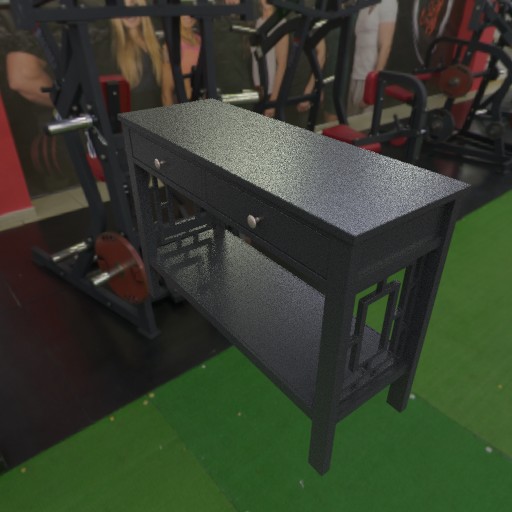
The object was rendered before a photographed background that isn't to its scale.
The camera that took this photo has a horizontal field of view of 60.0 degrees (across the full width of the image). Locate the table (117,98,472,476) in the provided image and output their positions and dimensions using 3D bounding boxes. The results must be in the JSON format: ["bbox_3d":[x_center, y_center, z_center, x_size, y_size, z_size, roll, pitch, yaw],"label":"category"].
[{"bbox_3d":[0.000,0.000,1.446,0.397,0.753,1.068,-22,38,-31],"label":"table"}]
